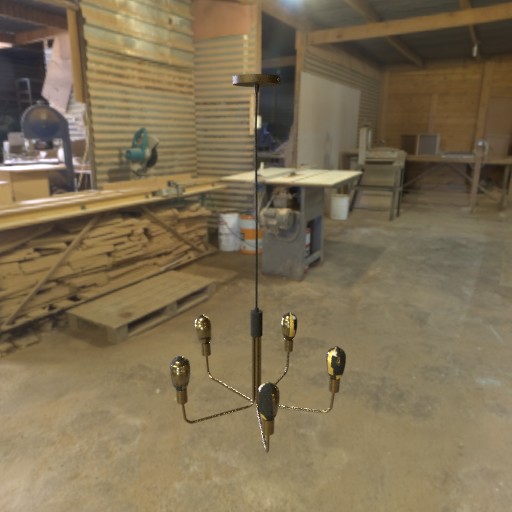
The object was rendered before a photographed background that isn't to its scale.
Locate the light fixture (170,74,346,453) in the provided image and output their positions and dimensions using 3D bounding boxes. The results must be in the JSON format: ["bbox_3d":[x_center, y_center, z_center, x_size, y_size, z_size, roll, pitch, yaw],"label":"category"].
[{"bbox_3d":[0.000,0.000,1.413,0.588,1.059,0.532,8,18,28],"label":"light fixture"}]
